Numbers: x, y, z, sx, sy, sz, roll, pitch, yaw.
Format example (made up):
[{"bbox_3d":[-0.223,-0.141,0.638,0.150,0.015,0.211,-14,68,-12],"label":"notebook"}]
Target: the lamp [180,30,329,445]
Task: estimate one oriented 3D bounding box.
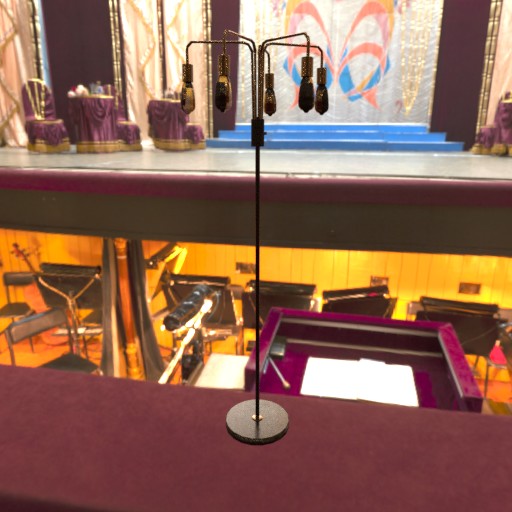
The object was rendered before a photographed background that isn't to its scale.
[{"bbox_3d":[0.000,0.000,1.949,0.572,1.721,0.599,3,16,10],"label":"lamp"}]
